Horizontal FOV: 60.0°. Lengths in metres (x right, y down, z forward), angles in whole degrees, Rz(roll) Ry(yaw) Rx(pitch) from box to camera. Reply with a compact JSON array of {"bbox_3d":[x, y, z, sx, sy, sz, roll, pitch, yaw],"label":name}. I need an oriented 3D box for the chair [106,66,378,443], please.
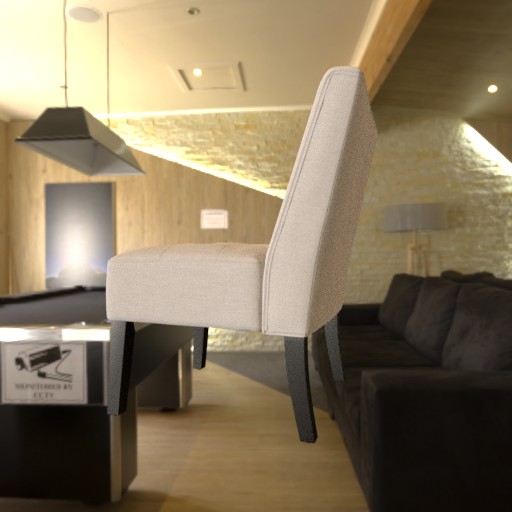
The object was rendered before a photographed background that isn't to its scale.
[{"bbox_3d":[0.000,0.000,1.328,0.676,0.853,0.569,0,0,19],"label":"chair"}]
